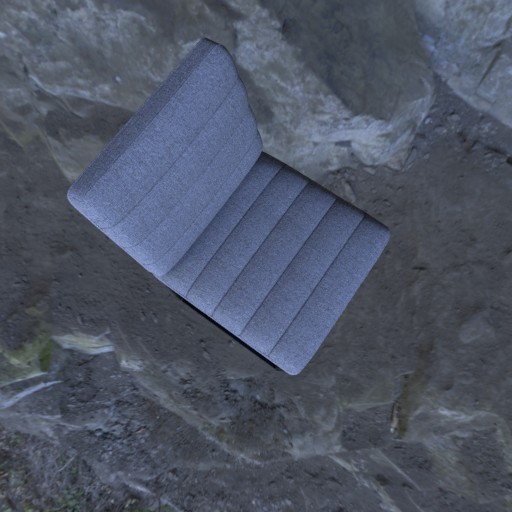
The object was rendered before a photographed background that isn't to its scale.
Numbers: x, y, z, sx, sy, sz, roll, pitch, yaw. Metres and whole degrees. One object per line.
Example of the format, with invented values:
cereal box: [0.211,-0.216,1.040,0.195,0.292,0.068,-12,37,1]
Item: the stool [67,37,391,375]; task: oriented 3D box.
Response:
stool: [0.000,0.000,1.318,0.571,1.034,0.459,35,78,9]
